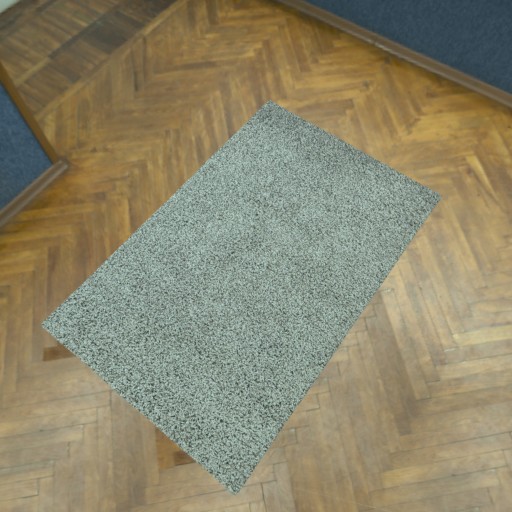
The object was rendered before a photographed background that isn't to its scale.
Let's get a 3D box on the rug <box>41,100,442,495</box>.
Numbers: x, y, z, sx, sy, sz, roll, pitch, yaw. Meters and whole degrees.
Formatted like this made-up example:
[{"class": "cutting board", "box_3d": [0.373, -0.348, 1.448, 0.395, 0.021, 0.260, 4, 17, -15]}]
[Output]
[{"class": "rug", "box_3d": [0.000, 0.000, 3.410, 1.778, 0.030, 2.743, 34, 68, 16]}]
